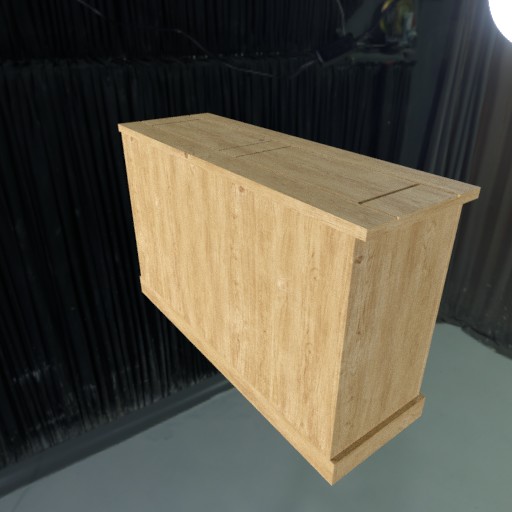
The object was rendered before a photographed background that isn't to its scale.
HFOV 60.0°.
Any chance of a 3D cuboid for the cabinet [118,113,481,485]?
[{"bbox_3d":[0.000,0.000,1.663,0.432,0.810,1.321,-19,33,-32],"label":"cabinet"}]
